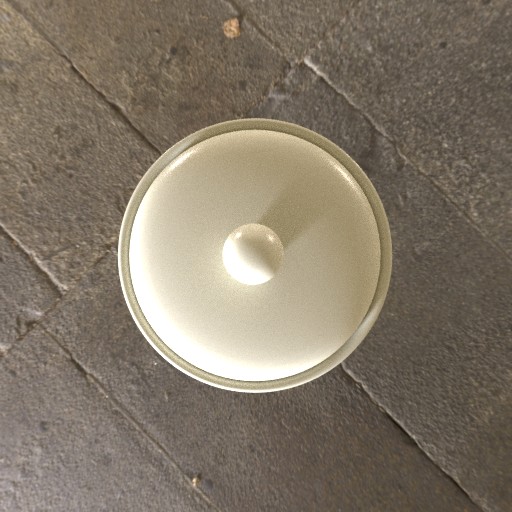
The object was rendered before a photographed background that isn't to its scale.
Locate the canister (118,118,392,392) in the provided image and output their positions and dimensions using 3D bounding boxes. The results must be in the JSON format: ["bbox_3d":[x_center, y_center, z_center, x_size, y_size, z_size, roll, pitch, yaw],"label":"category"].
[{"bbox_3d":[0.000,0.000,0.351,0.181,0.211,0.181,0,89,1],"label":"canister"}]
